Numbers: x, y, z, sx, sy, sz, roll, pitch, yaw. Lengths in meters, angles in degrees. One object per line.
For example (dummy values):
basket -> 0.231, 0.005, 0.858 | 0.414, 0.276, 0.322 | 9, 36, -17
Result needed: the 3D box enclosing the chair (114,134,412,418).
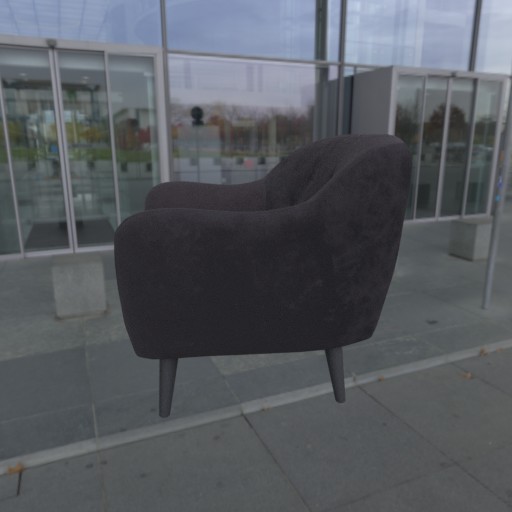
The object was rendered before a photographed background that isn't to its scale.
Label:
chair -> 0.000, 0.000, 1.514 | 0.819, 0.807, 0.840 | -2, 14, -8
